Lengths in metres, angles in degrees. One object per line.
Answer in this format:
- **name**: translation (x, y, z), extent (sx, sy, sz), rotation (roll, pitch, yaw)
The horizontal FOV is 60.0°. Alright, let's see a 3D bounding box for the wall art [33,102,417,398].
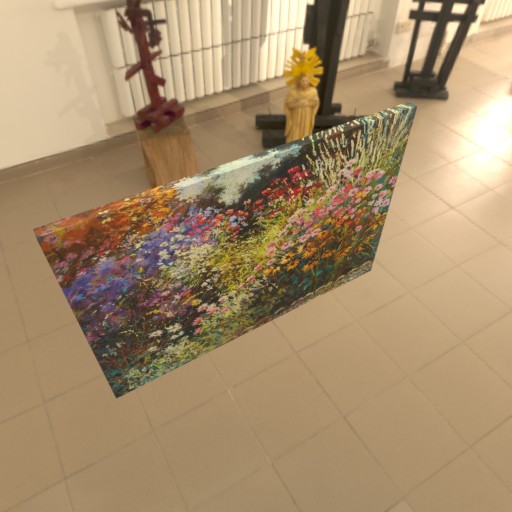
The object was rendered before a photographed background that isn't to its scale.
- **wall art**: translation (0.000, 0.000, 1.450), extent (1.136, 0.760, 0.042), rotation (-23, 51, -21)
